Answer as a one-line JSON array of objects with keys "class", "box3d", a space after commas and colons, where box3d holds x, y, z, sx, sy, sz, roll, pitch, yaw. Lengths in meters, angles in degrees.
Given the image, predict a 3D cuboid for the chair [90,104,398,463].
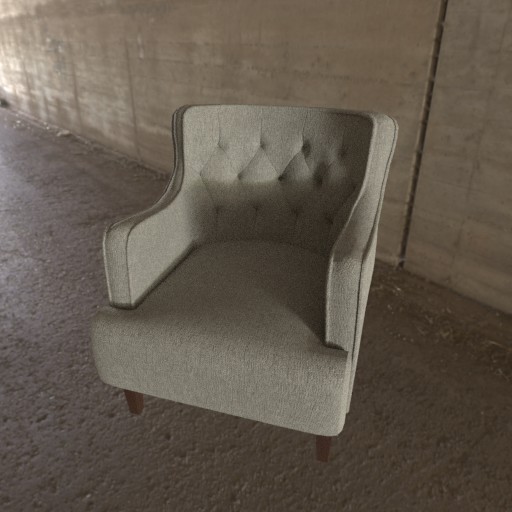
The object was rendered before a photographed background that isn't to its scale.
[{"class": "chair", "box3d": [0.000, 0.000, 1.530, 0.820, 0.920, 0.910, 8, 27, 15]}]
